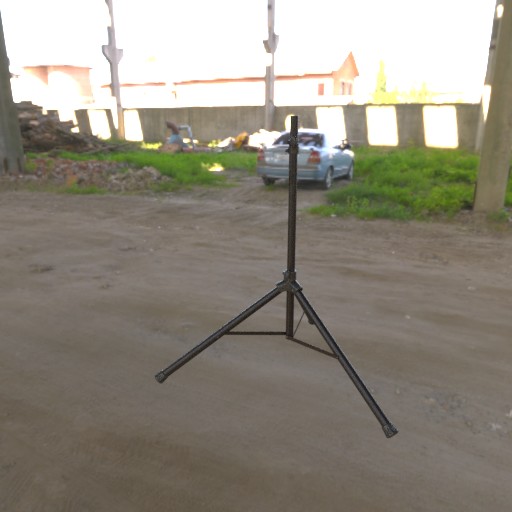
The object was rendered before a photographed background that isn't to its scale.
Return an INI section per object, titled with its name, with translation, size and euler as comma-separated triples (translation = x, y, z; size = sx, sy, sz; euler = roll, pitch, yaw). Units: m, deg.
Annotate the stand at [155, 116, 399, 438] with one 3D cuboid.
[stand]
translation = 0.000, 0.000, 1.882
size = 0.907, 1.136, 1.045
euler = -2, 16, -8
